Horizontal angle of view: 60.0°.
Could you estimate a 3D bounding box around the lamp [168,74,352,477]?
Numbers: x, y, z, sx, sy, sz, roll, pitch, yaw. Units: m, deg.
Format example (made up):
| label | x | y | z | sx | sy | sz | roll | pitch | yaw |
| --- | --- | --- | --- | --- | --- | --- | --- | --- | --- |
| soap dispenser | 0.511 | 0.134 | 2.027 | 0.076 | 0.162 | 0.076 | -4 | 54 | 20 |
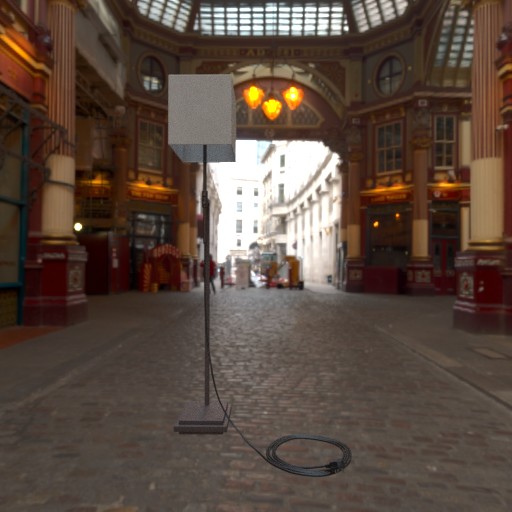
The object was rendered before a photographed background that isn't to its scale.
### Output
| label | x | y | z | sx | sy | sz | roll | pitch | yaw |
| --- | --- | --- | --- | --- | --- | --- | --- | --- | --- |
| lamp | 0.000 | 0.000 | 1.948 | 0.774 | 1.600 | 0.698 | 0 | -1 | 1 |
